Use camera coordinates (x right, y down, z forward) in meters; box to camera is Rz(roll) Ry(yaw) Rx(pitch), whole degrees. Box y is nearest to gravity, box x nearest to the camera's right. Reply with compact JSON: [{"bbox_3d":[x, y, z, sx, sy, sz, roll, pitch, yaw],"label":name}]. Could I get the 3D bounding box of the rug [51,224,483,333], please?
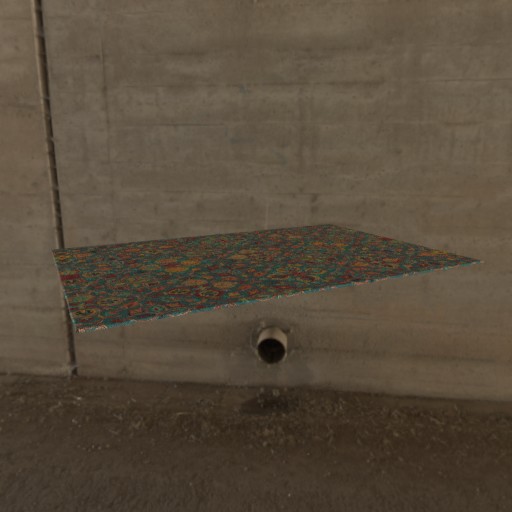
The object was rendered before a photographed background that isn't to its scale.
[{"bbox_3d":[0.000,0.000,2.807,2.290,0.016,1.527,-7,15,-27],"label":"rug"}]
